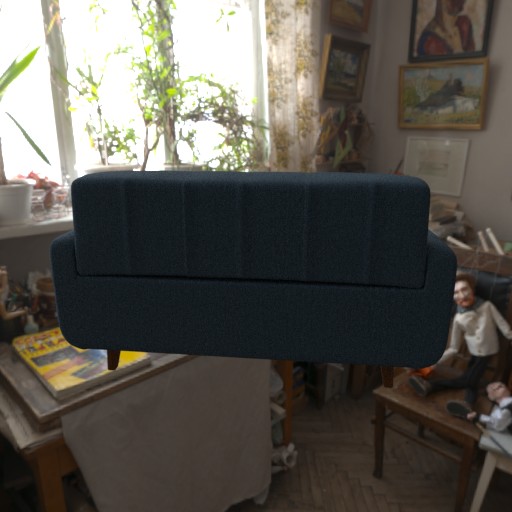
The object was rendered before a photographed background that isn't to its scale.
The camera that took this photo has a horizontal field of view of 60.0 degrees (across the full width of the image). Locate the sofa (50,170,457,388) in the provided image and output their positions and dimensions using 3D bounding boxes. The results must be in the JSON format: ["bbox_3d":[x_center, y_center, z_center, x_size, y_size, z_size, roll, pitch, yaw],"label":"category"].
[{"bbox_3d":[0.000,0.000,2.235,1.651,0.896,0.942,2,16,6],"label":"sofa"}]
